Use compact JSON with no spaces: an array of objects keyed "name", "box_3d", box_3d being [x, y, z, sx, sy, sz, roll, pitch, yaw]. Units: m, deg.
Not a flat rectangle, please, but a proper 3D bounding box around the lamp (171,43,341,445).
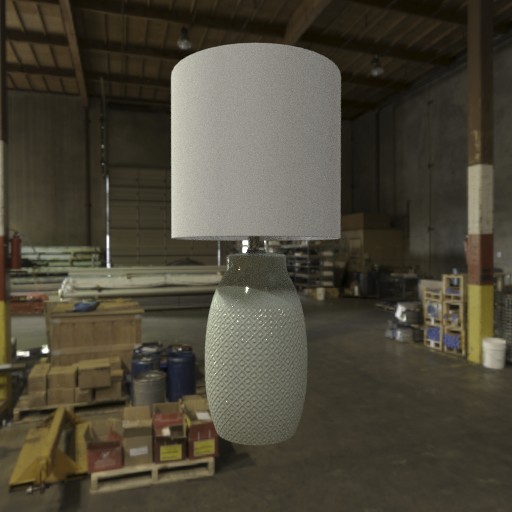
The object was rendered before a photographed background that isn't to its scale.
[{"name":"lamp","box_3d":[0.000,0.000,0.579,0.217,0.453,0.217,0,1,-18]}]
